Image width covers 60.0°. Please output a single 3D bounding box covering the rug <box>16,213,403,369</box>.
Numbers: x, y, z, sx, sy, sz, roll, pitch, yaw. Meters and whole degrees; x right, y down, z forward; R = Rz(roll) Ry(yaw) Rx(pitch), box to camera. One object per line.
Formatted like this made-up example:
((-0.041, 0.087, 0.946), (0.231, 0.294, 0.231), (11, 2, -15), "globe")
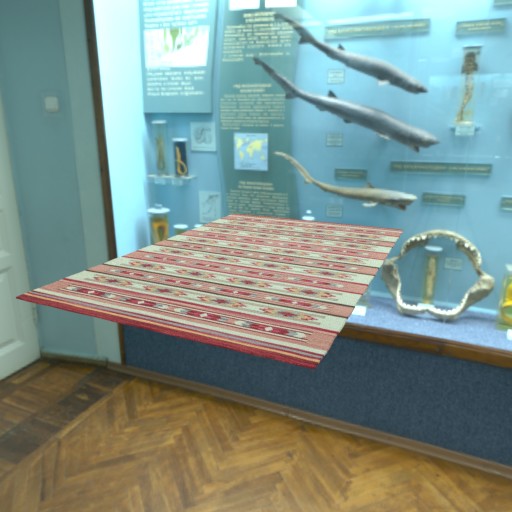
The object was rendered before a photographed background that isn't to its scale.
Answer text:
((0.000, 0.000, 2.263), (1.223, 0.008, 1.817), (8, 19, 24), "rug")
